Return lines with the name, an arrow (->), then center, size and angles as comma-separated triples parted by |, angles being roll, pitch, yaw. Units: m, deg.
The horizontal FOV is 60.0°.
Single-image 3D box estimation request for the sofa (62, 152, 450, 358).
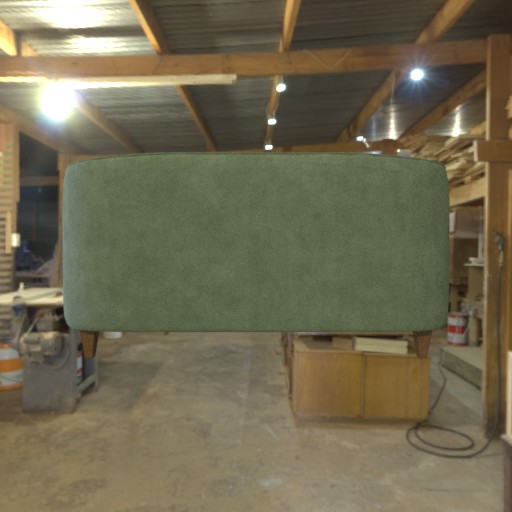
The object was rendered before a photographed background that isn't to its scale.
sofa -> 0.000, 0.000, 2.239 | 1.733, 0.855, 0.941 | 0, 1, 0
